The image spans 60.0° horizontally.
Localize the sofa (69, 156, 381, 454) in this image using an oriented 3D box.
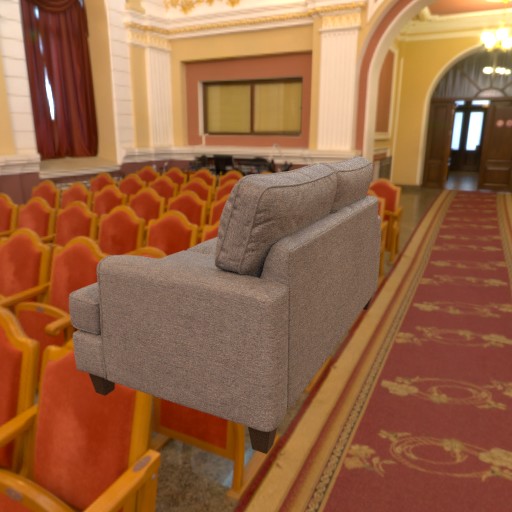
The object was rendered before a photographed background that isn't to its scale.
[{"bbox_3d":[0.000,0.000,2.286,0.965,0.965,1.651,8,17,26],"label":"sofa"}]
